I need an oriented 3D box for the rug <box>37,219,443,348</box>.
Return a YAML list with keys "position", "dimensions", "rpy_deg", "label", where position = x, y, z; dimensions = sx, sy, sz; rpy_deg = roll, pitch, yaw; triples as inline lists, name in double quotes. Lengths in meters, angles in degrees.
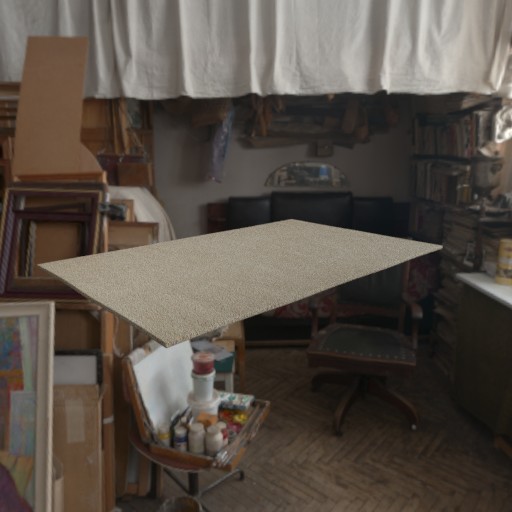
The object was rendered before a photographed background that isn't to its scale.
- position: [0.000, 0.000, 3.012]
  dimensions: [2.346, 0.025, 1.500]
  rpy_deg: [-13, 20, -41]
  label: "rug"
